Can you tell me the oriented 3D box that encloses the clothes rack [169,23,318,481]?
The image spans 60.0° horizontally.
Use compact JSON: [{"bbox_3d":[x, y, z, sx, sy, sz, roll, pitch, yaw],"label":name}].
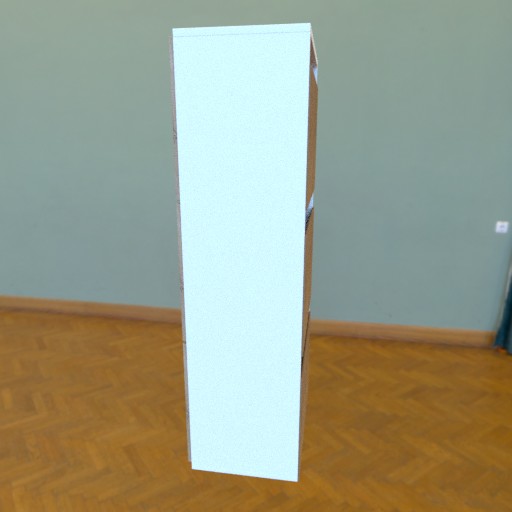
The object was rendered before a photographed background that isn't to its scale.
[{"bbox_3d":[0.000,0.000,1.374,0.331,1.187,0.500,2,15,9],"label":"clothes rack"}]
